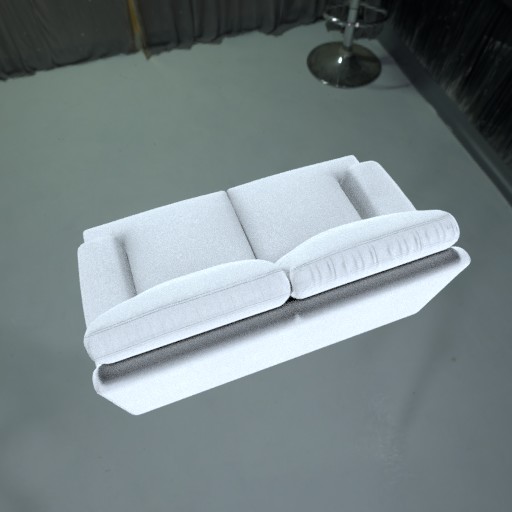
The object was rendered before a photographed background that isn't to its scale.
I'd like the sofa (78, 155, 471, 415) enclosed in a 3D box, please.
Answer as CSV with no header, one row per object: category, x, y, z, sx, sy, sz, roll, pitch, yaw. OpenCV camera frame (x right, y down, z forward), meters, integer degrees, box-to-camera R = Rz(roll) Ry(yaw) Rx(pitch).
sofa,0.000,0.000,2.489,1.880,0.940,1.143,-17,60,-11
